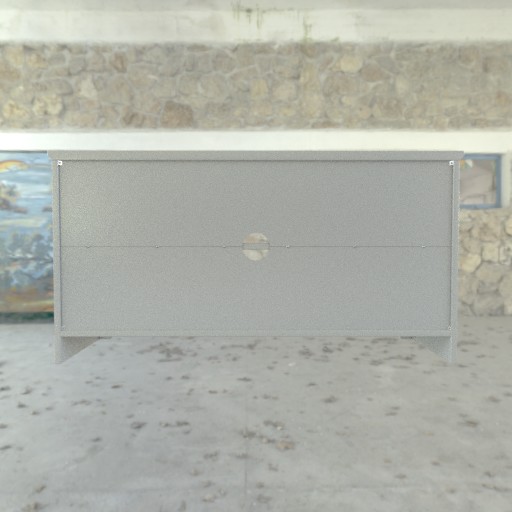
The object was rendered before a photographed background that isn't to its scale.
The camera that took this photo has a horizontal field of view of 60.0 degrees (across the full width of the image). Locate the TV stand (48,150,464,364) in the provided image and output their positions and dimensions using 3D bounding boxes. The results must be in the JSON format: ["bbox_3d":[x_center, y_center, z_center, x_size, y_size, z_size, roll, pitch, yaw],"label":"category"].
[{"bbox_3d":[0.000,0.000,1.422,1.167,0.603,0.344,0,2,0],"label":"TV stand"}]
